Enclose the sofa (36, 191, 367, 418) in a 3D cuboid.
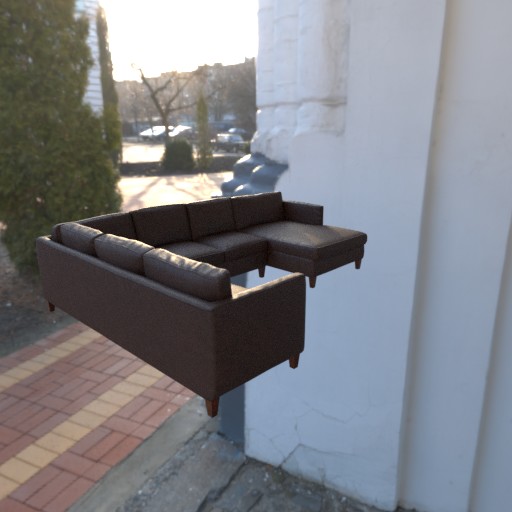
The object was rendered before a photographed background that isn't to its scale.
[{"bbox_3d":[0.000,0.000,4.621,2.593,0.923,3.460,15,21,42],"label":"sofa"}]
